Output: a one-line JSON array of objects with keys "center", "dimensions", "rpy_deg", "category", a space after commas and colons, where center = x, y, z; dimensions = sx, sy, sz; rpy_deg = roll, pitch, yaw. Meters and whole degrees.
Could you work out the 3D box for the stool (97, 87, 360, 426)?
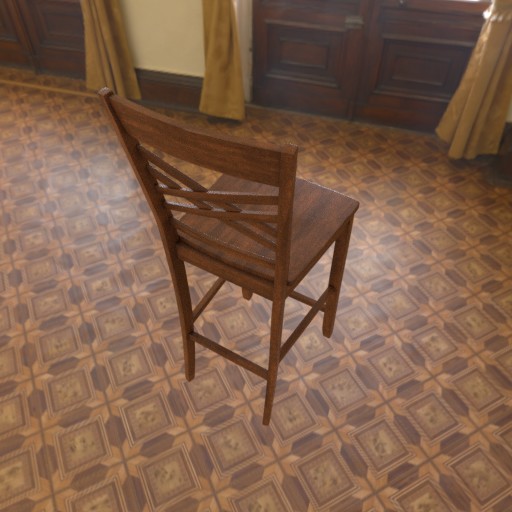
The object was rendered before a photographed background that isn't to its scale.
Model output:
[{"center": [0.000, 0.000, 1.307], "dimensions": [0.426, 1.098, 0.504], "rpy_deg": [23, 50, 21], "category": "stool"}]
